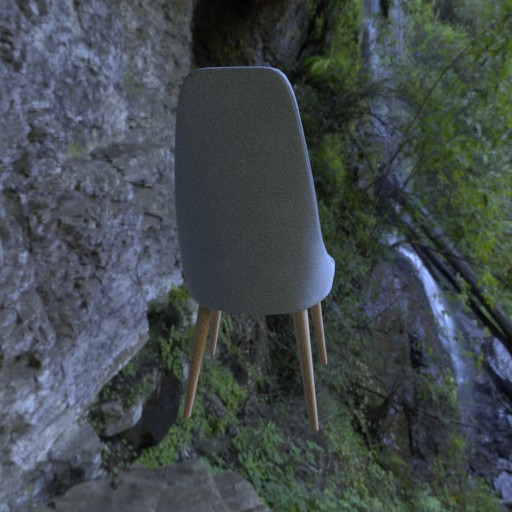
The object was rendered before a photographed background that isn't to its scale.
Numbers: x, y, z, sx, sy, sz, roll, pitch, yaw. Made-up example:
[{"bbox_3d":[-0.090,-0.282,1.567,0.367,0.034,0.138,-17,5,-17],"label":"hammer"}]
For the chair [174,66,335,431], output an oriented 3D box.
[{"bbox_3d":[0.000,0.000,1.420,0.510,1.040,0.660,2,15,9],"label":"chair"}]
